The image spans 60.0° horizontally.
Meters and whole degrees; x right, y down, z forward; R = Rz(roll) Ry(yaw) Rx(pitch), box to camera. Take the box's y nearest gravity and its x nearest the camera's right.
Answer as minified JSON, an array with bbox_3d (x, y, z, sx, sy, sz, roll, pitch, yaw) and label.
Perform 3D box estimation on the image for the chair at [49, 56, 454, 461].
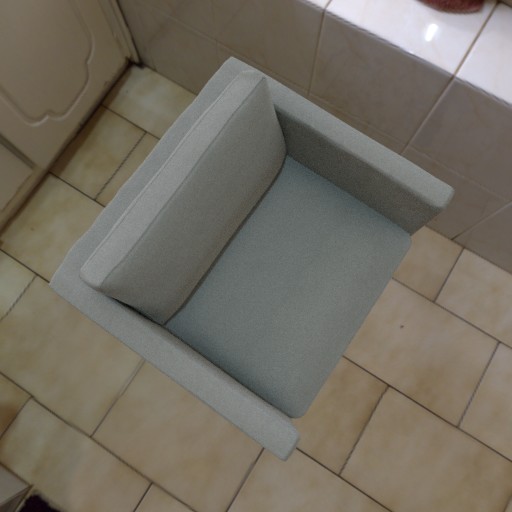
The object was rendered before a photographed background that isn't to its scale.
[{"bbox_3d":[0.000,0.000,1.691,0.949,0.863,1.057,34,79,7],"label":"chair"}]
